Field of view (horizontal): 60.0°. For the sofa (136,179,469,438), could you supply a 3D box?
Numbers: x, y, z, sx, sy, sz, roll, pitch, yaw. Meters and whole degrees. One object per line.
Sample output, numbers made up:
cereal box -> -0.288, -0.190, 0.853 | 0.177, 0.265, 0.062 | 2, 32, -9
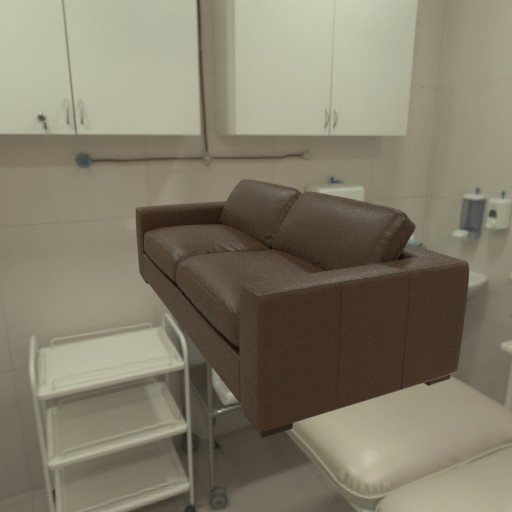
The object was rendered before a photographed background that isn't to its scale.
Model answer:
sofa -> 0.000, 0.000, 2.757 | 1.070, 0.801, 2.262 | -7, 17, -25
